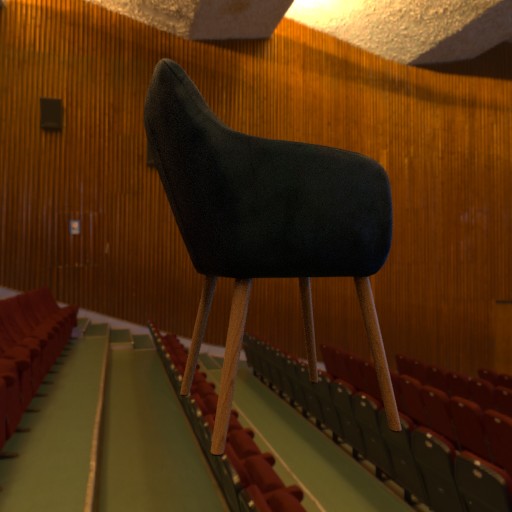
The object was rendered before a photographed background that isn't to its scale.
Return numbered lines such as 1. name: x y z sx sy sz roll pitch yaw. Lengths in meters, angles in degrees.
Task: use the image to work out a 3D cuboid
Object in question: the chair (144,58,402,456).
1. chair: 0.000 0.000 1.174 0.573 0.826 0.578 0 -1 -18
